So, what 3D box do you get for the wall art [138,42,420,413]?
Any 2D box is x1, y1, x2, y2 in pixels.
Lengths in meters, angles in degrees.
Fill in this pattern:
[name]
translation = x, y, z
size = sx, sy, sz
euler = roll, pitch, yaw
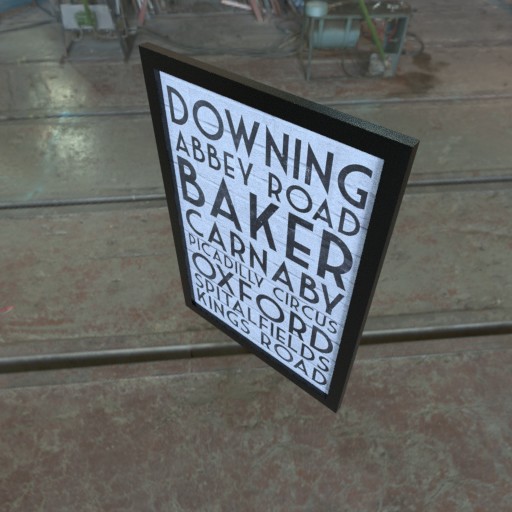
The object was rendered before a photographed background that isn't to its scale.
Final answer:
[wall art]
translation = 0.000, 0.000, 0.829
size = 0.462, 0.656, 0.019
euler = 30, 53, 26
